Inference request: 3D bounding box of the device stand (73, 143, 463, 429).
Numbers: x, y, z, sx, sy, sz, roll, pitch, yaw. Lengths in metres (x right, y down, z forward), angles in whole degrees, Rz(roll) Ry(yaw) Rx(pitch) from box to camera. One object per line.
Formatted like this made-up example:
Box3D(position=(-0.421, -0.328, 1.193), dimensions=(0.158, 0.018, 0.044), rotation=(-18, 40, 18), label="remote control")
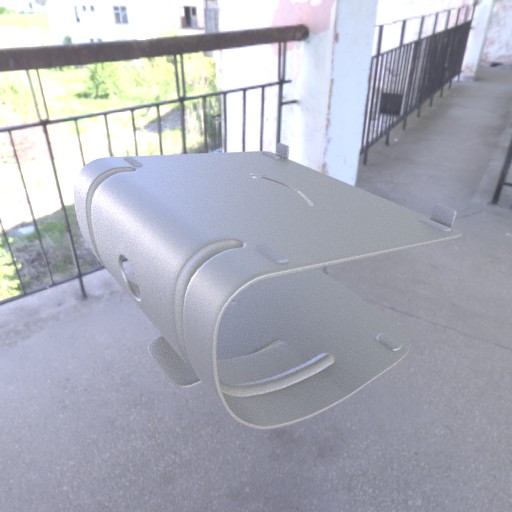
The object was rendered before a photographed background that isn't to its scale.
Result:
Box3D(position=(0.000, 0.000, 0.403), dimensions=(0.236, 0.155, 0.256), rotation=(-21, 37, -31), label="device stand")
